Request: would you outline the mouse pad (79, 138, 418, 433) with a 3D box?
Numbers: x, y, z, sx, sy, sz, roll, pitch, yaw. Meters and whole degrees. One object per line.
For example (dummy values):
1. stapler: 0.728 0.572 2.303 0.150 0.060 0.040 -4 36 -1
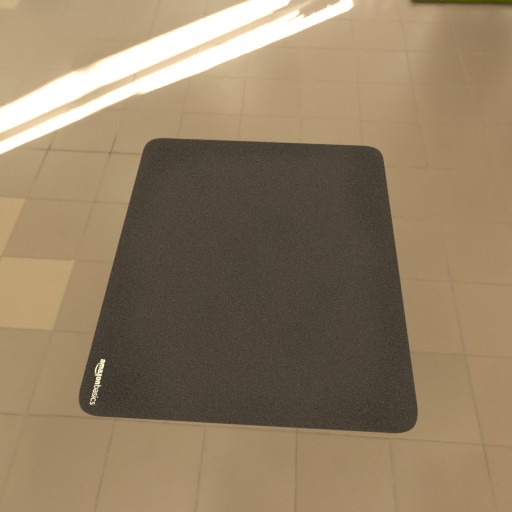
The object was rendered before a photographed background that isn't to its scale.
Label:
1. mouse pad: 0.000 0.000 0.620 0.393 0.002 0.451 3 58 2
